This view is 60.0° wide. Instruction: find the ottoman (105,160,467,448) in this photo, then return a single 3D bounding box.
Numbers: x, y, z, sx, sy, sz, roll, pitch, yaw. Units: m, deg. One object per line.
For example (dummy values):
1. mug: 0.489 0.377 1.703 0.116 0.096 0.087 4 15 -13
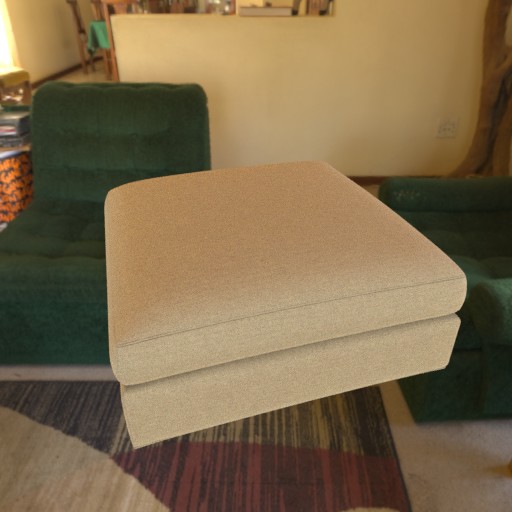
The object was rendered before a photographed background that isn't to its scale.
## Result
1. ottoman: 0.000 0.000 1.636 1.041 0.470 1.041 -9 32 -15
